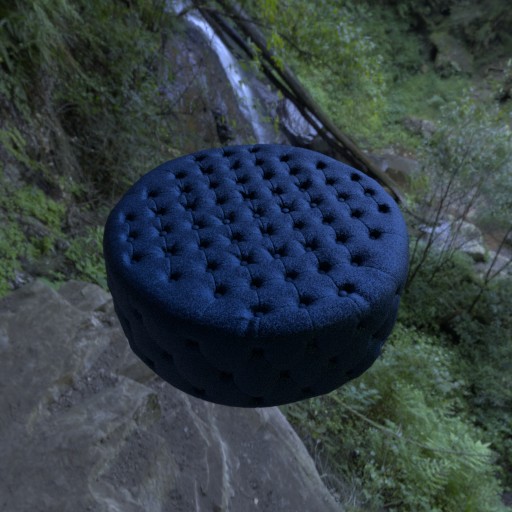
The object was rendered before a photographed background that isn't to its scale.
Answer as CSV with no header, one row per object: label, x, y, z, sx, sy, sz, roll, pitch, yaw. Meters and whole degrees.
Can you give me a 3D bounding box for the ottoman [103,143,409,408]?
ottoman,0.000,0.000,1.536,0.998,0.398,0.998,0,42,0
